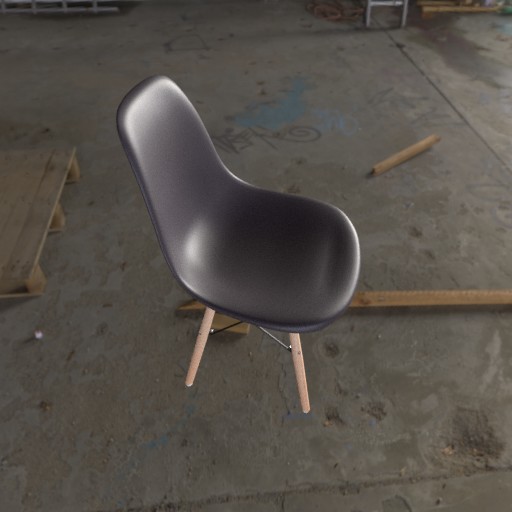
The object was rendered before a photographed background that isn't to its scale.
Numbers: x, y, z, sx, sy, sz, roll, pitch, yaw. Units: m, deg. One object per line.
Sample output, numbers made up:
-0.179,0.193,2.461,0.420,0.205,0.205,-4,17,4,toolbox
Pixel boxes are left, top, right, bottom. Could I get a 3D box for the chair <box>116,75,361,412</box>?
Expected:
0.000,0.000,1.151,0.533,0.825,0.470,10,46,10,chair
